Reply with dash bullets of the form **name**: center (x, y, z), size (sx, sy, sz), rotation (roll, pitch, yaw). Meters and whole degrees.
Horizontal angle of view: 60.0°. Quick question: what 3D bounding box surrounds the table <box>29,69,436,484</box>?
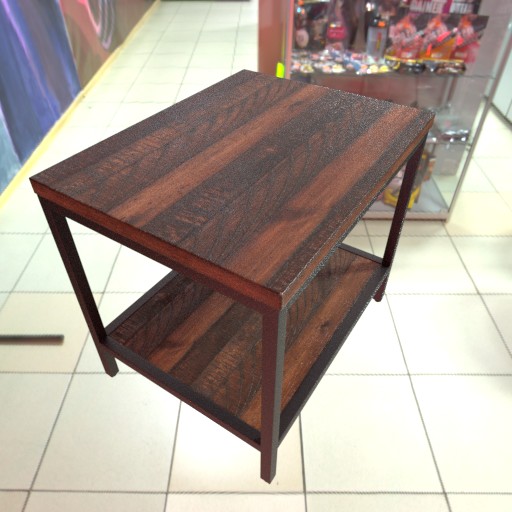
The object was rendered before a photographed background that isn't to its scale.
- **table**: center (0.000, 0.000, 1.093), size (0.524, 0.612, 0.678), rotation (23, 46, 24)
